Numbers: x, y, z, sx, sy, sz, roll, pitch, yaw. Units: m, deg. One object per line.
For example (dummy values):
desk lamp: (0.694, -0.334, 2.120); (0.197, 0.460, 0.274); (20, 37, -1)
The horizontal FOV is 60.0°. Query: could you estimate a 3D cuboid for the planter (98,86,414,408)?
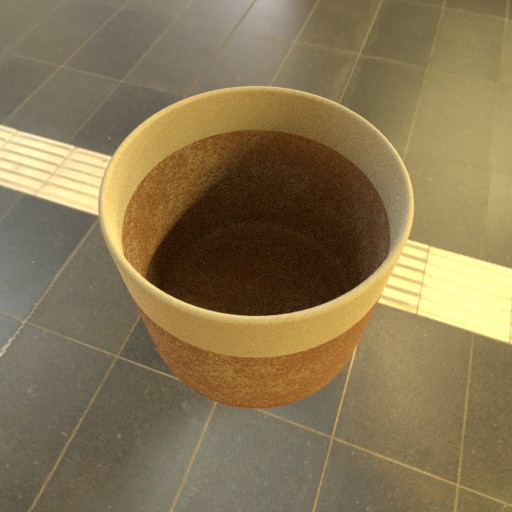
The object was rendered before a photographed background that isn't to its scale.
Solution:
planter: (0.000, 0.000, 0.282); (0.159, 0.138, 0.159); (0, 56, 0)
